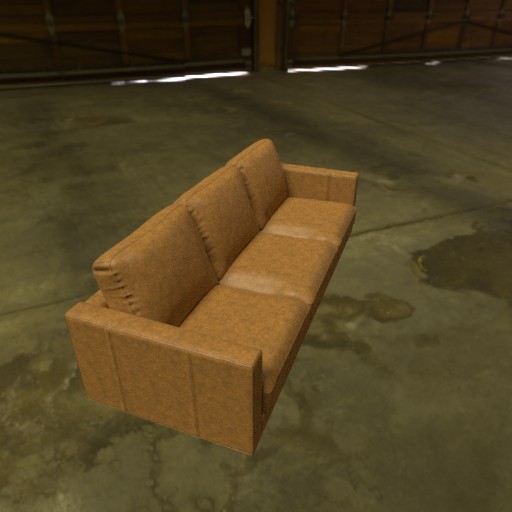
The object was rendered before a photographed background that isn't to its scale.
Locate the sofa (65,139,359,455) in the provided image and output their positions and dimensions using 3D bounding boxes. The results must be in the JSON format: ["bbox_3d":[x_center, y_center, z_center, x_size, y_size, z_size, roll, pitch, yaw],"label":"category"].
[{"bbox_3d":[0.000,0.000,2.762,0.903,0.930,2.231,11,32,18],"label":"sofa"}]
